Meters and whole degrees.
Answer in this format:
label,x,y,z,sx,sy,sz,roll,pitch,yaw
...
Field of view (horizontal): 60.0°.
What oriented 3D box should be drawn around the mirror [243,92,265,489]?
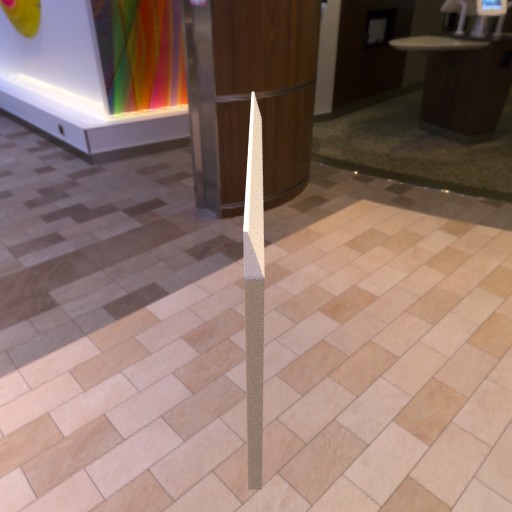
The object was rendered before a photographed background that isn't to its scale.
label,x,y,z,sx,sy,sz,roll,pitch,yaw
mirror,0.000,0.000,1.145,0.030,0.630,0.870,0,32,0
